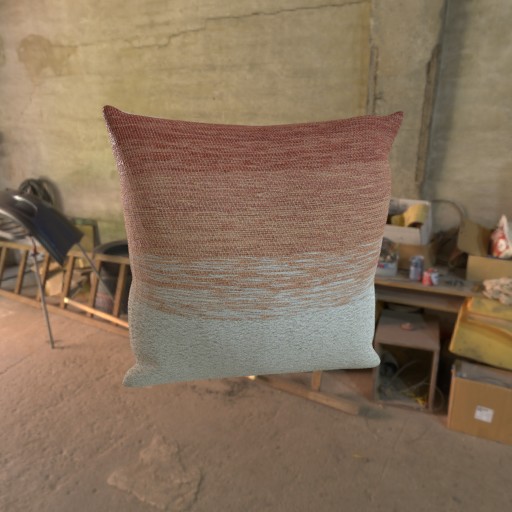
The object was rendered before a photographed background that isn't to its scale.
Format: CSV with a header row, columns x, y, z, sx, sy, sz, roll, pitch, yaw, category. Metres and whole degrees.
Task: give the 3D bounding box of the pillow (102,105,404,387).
x,y,z,sx,sy,sz,roll,pitch,yaw,category
0.000,0.000,0.685,0.440,0.441,0.182,-2,17,-7,pillow
